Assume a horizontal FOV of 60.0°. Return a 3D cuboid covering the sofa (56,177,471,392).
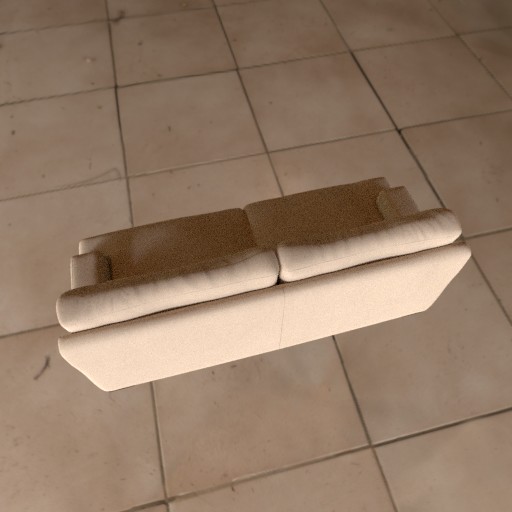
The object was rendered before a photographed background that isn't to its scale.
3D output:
[{"bbox_3d":[0.000,0.000,2.667,2.147,0.925,0.929,-13,59,-8],"label":"sofa"}]
